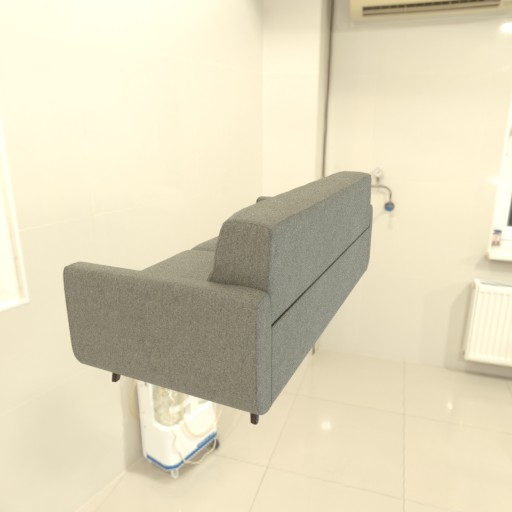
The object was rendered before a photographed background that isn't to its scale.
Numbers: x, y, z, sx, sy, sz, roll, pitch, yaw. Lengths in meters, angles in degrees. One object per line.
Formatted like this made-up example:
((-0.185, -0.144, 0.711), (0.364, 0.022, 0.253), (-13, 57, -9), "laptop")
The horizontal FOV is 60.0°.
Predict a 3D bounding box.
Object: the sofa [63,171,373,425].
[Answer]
((0.000, 0.000, 2.611), (0.968, 0.873, 2.055), (8, 18, 24), "sofa")
